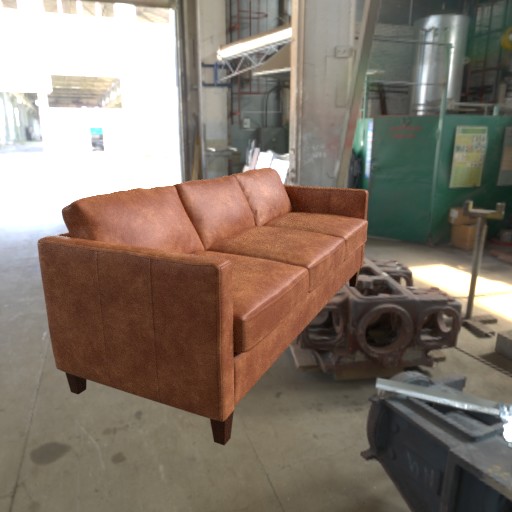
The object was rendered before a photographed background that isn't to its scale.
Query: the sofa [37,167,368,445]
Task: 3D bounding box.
[{"bbox_3d":[0.000,0.000,2.929,1.045,1.006,2.464,8,17,25],"label":"sofa"}]
